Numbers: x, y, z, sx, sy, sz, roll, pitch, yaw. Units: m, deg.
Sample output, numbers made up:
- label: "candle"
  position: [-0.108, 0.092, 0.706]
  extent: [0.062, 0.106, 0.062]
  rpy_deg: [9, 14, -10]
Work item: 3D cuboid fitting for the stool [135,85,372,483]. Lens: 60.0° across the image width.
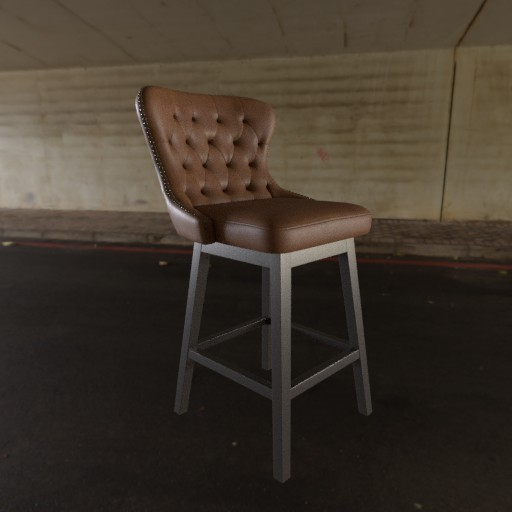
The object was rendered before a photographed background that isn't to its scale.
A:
- label: "stool"
  position: [0.000, 0.000, 1.319]
  extent: [0.593, 0.971, 0.528]
  rpy_deg: [12, 18, 43]
